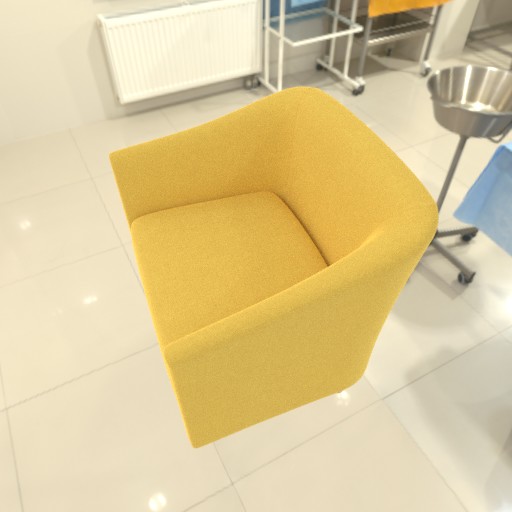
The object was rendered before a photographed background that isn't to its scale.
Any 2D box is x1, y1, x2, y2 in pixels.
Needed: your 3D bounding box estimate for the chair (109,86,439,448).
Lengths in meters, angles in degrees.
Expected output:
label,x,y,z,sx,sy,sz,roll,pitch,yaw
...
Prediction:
label,x,y,z,sx,sy,sz,roll,pitch,yaw
chair,0.000,0.000,1.367,0.700,0.720,0.790,-16,49,-14
